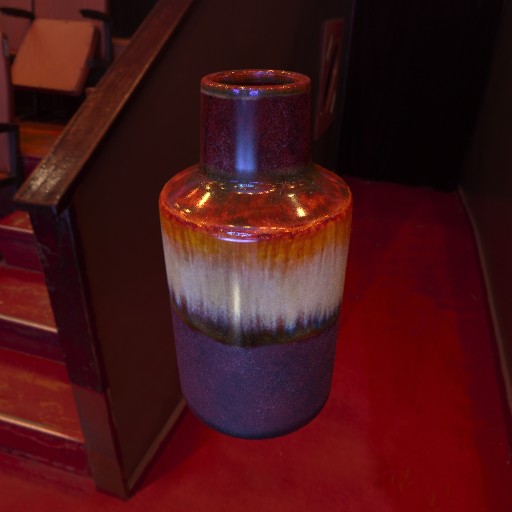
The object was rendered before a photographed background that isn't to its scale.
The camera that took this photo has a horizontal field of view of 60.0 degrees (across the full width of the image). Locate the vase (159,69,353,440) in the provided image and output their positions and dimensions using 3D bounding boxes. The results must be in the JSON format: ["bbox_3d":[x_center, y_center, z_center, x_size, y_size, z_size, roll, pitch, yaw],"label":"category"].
[{"bbox_3d":[0.000,0.000,0.269,0.108,0.204,0.108,0,31,0],"label":"vase"}]
